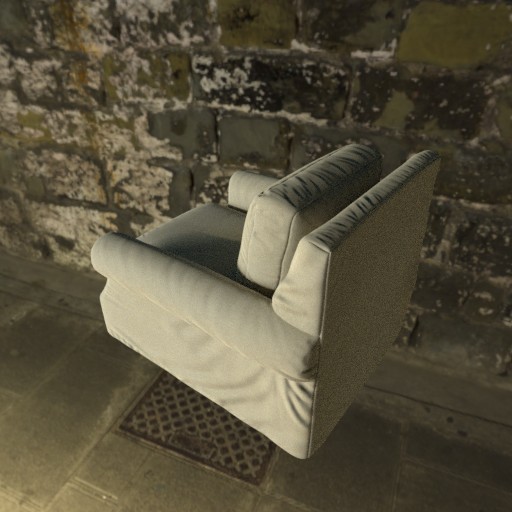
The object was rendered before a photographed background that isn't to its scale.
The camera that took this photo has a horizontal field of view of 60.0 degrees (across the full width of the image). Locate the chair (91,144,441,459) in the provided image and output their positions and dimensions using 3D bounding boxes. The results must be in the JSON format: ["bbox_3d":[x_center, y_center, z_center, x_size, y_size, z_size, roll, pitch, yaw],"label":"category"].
[{"bbox_3d":[0.000,0.000,1.734,1.066,0.866,0.940,22,38,30],"label":"chair"}]
